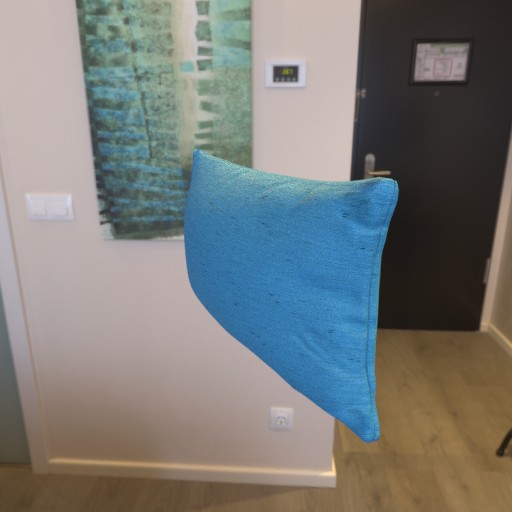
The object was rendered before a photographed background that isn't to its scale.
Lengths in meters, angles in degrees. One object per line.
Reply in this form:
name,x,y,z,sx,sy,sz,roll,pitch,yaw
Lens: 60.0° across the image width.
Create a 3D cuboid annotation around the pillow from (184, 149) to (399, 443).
pillow,0.000,0.000,0.783,0.210,0.338,0.633,-8,19,-26
